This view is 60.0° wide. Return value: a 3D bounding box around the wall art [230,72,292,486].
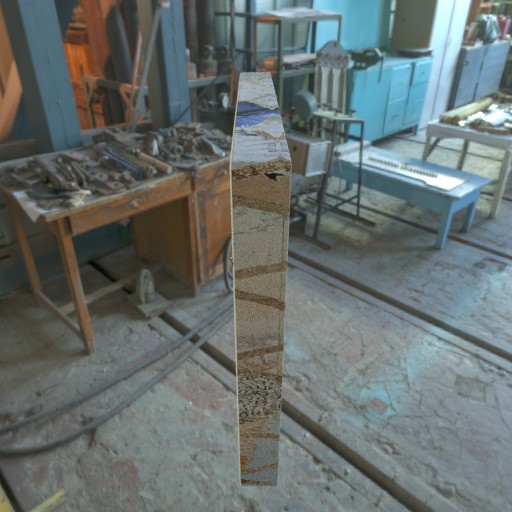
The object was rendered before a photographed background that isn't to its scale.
[{"bbox_3d":[0.000,0.000,0.450,0.036,0.304,0.303,0,31,-1],"label":"wall art"}]
